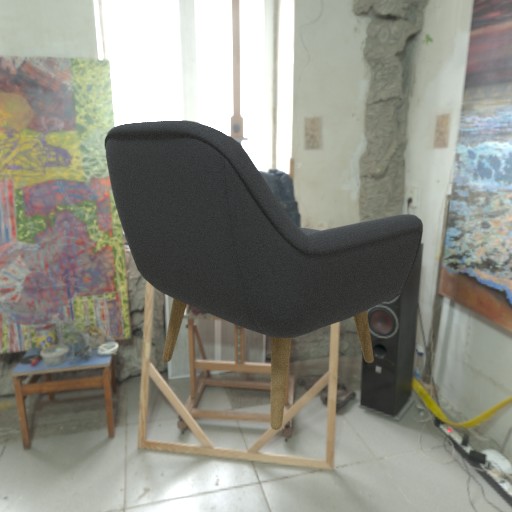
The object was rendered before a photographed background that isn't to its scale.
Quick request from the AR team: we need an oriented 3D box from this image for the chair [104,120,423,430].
[{"bbox_3d":[0.000,0.000,1.407,0.779,0.800,0.770,-14,20,-43],"label":"chair"}]
